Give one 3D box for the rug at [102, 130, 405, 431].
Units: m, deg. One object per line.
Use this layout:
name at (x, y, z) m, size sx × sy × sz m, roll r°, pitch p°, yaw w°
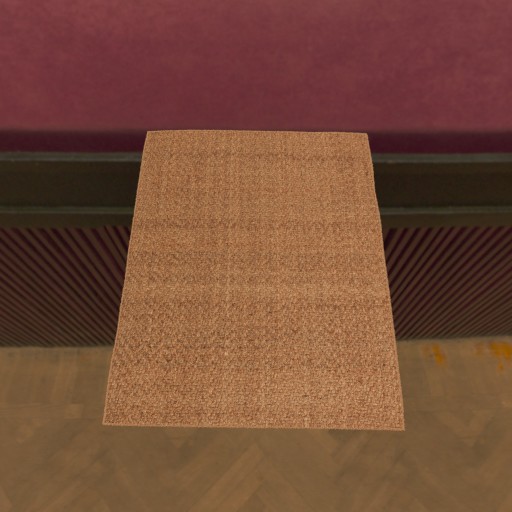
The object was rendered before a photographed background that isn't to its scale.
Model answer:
rug at (0.000, 0.000, 4.181) m, size 2.439 × 0.013 × 3.048 m, roll 1°, pitch 64°, yaw 0°
